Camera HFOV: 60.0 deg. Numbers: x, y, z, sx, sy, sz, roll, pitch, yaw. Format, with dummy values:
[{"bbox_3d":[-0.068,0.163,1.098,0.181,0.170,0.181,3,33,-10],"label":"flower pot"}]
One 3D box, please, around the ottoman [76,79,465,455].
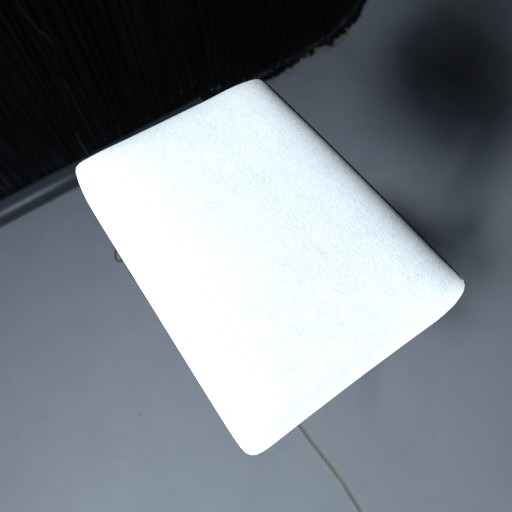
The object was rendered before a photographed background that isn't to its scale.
[{"bbox_3d":[0.000,0.000,1.086,0.549,0.428,0.749,-31,66,-16],"label":"ottoman"}]
